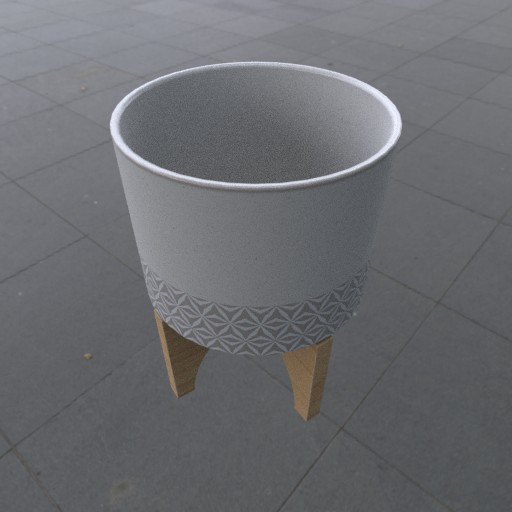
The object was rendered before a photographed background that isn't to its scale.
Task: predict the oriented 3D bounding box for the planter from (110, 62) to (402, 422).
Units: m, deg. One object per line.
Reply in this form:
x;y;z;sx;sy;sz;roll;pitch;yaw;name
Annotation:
0.000;0.000;0.501;0.249;0.343;0.249;0;42;0;planter
